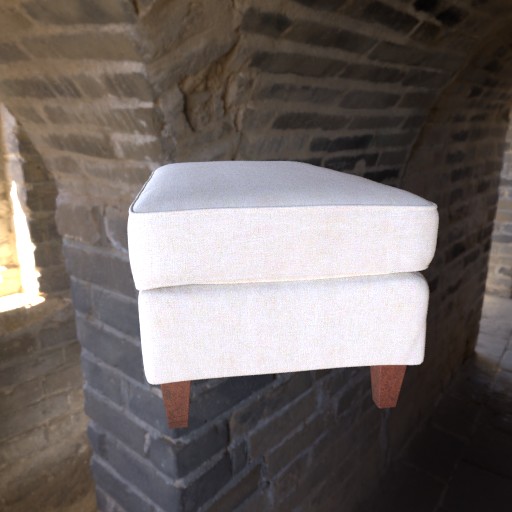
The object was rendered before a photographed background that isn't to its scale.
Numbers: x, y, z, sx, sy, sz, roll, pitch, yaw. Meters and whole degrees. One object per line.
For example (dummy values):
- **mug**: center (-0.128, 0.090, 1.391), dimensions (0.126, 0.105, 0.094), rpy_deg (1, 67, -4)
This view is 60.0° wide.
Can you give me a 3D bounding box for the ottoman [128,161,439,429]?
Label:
- **ottoman**: center (0.000, 0.000, 1.223), dimensions (0.583, 0.484, 0.862), rpy_deg (-3, 16, -9)
